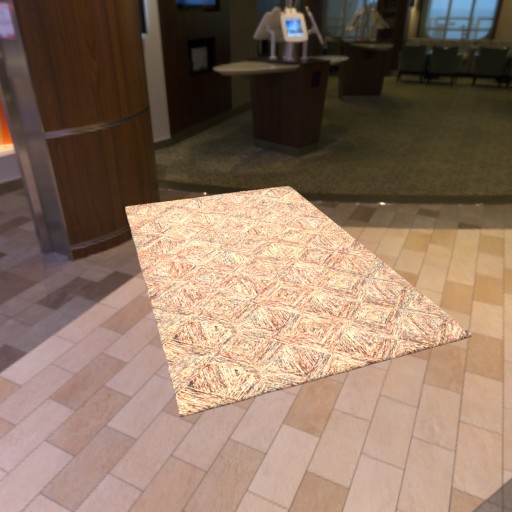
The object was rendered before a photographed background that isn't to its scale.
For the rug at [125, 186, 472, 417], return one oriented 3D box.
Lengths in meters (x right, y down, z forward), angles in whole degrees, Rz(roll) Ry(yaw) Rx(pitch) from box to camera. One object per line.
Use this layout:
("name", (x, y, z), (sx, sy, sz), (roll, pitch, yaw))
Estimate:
("rug", (0.000, 0.000, 2.260), (1.143, 0.014, 1.761), (-10, 31, -17))
